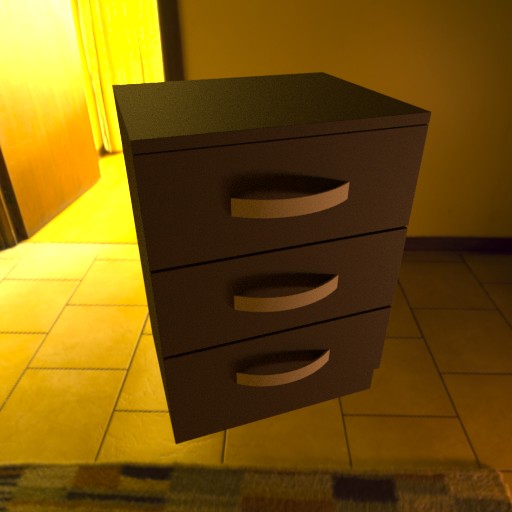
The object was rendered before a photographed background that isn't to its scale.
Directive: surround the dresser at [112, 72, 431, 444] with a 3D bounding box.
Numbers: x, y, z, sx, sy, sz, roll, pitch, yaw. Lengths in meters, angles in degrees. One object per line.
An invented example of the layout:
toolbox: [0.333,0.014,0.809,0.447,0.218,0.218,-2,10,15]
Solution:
dresser: [0.000,0.000,0.818,0.400,0.560,0.360,-10,33,-16]
